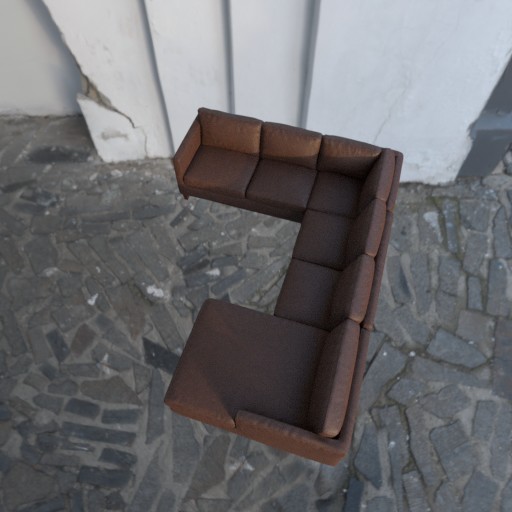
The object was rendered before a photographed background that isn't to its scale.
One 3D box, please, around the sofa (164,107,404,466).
[{"bbox_3d":[0.000,0.000,4.726,2.593,0.923,3.460,15,59,9],"label":"sofa"}]
